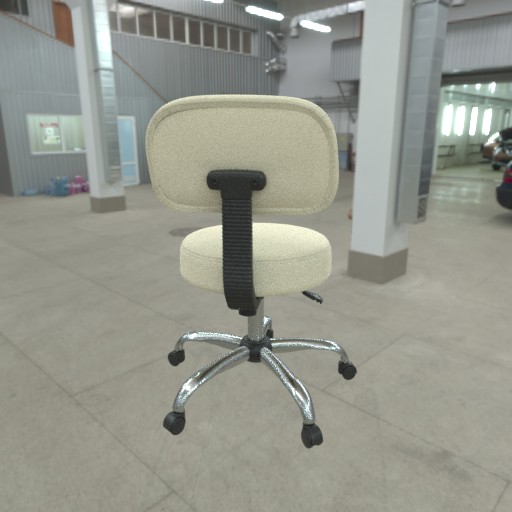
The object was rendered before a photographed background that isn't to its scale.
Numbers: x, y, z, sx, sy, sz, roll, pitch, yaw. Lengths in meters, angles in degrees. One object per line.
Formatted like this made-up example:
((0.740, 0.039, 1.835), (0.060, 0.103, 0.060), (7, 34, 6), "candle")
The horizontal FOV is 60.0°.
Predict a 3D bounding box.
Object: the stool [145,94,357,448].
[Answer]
((0.000, 0.000, 1.243), (0.609, 0.810, 0.616), (2, 16, 8), "stool")
